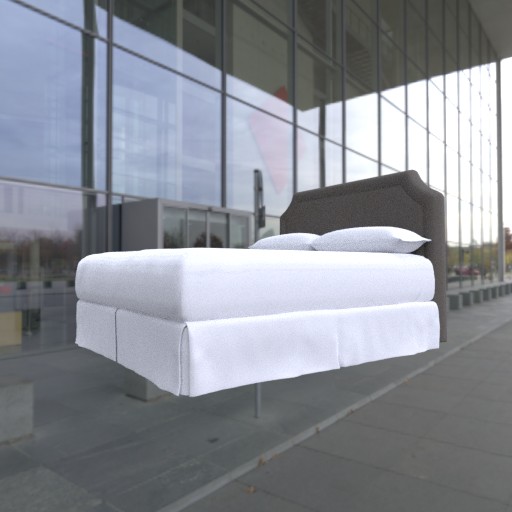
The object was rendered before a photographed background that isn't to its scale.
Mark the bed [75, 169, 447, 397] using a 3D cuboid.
[{"bbox_3d":[0.000,0.000,3.887,2.536,1.561,2.194,1,-2,-37],"label":"bed"}]
